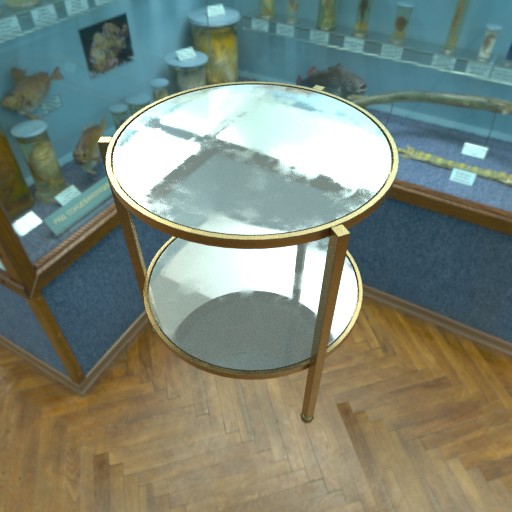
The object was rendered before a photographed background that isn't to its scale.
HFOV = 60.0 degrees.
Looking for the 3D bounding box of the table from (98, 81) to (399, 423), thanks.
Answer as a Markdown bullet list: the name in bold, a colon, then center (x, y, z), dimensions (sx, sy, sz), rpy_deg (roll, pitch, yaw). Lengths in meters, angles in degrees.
- **table**: center (0.000, 0.000, 0.458), dimensions (0.231, 0.269, 0.243), rpy_deg (24, 50, 22)
